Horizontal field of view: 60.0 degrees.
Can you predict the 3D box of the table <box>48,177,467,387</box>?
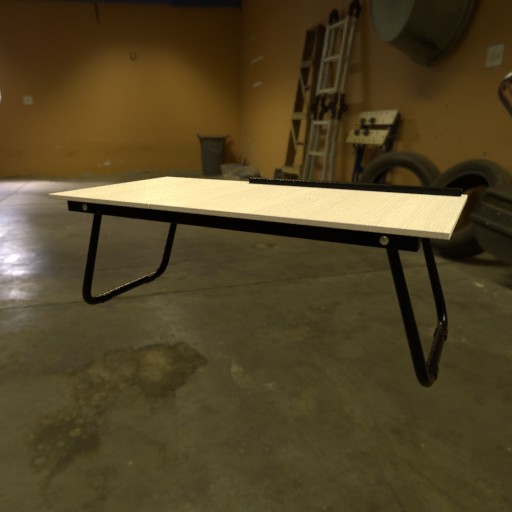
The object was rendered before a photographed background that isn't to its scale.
[{"bbox_3d":[0.000,0.000,0.788,0.644,0.242,0.322,8,18,27],"label":"table"}]
